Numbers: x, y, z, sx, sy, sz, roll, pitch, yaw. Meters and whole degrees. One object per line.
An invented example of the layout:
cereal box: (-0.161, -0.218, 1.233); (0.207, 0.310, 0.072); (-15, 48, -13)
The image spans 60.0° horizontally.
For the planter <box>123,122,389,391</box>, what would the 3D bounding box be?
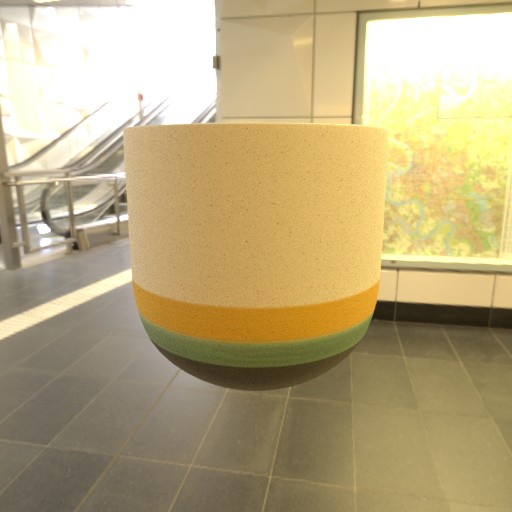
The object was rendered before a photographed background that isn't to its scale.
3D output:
planter: (0.000, 0.000, 0.493); (0.268, 0.270, 0.268); (0, 14, 0)
